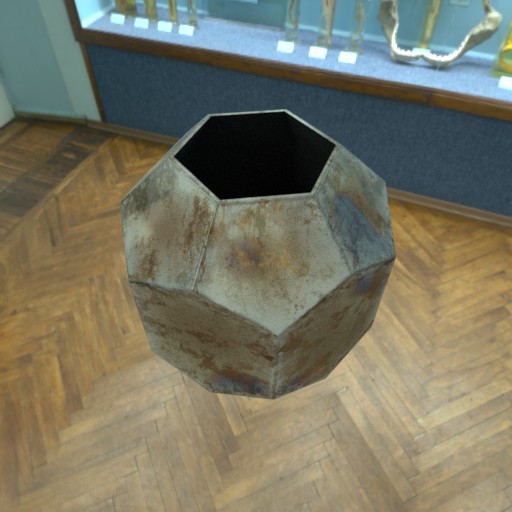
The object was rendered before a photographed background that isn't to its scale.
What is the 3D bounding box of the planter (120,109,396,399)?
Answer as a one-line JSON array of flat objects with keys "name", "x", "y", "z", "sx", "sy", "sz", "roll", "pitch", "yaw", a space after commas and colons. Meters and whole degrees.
[{"name": "planter", "x": 0.000, "y": 0.000, "z": 0.424, "sx": 0.243, "sy": 0.238, "sz": 0.221, "roll": 17, "pitch": 50, "yaw": 15}]
